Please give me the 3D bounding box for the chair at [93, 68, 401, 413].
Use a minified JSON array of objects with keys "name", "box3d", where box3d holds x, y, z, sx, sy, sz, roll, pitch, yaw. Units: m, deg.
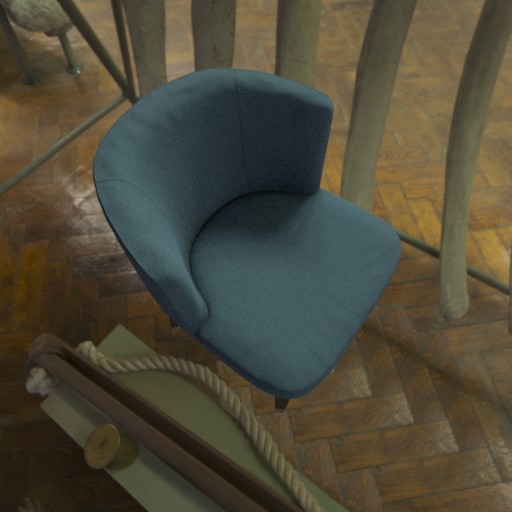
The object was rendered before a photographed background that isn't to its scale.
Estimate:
[{"name":"chair","box3d":[0.000,0.000,1.271,0.702,0.760,0.661,32,63,18]}]
